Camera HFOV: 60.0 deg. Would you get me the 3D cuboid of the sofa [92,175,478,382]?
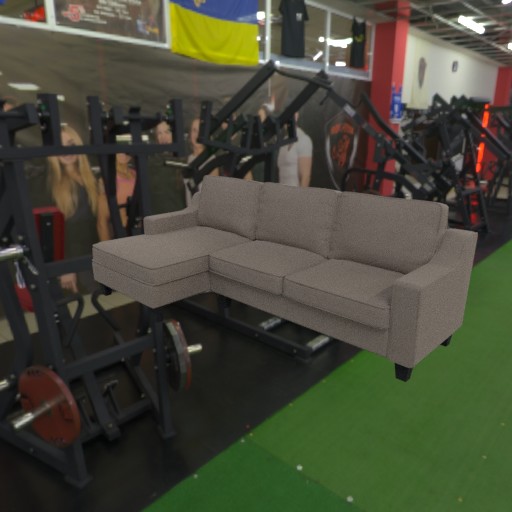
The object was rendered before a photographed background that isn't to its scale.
[{"bbox_3d":[0.000,0.000,3.205,2.561,0.928,1.294,15,23,42],"label":"sofa"}]
